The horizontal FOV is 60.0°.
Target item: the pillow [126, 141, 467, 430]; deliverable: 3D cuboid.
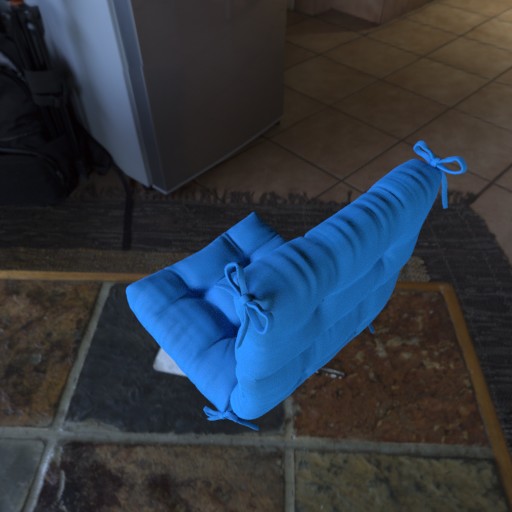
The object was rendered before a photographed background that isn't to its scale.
[{"bbox_3d":[0.000,0.000,1.006,0.519,0.605,0.571,-33,56,-26],"label":"pillow"}]
